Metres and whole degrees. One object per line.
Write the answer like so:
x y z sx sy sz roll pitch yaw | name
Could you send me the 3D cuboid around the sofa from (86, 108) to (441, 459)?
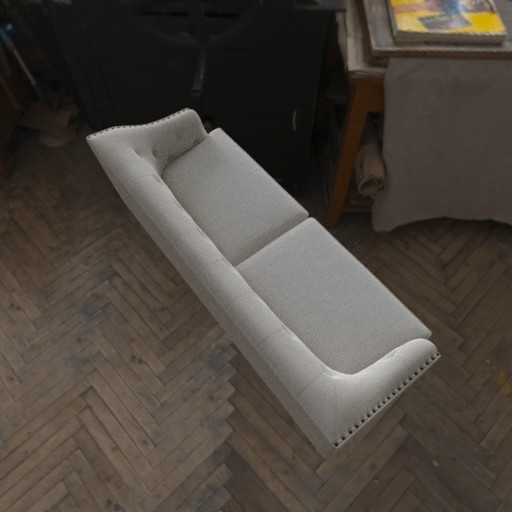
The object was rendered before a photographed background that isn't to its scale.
0.000 0.000 2.722 0.914 0.901 2.235 -33 64 -19 | sofa
